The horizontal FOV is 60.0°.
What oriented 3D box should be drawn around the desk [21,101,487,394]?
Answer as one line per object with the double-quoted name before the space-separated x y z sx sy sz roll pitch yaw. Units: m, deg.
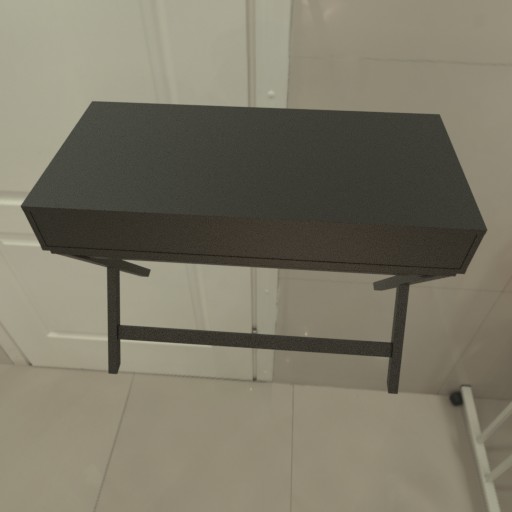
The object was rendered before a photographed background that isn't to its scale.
"desk" 0.000 0.000 1.455 1.057 0.780 0.504 3 47 3
